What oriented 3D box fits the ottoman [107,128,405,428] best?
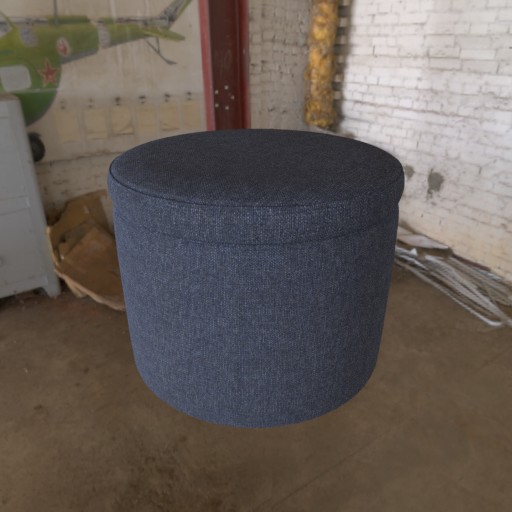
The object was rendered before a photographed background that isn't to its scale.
[{"bbox_3d":[0.000,0.000,0.882,0.520,0.430,0.520,0,26,0],"label":"ottoman"}]
